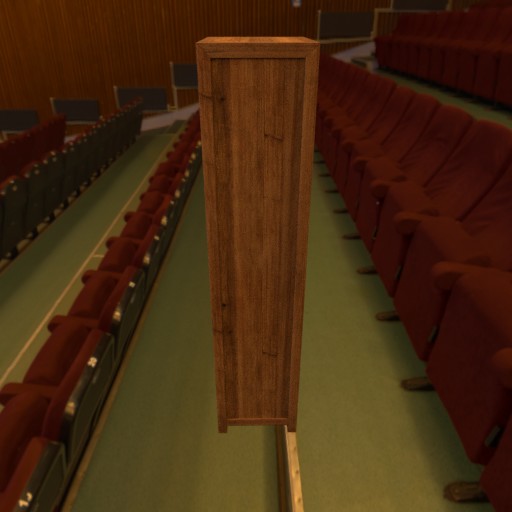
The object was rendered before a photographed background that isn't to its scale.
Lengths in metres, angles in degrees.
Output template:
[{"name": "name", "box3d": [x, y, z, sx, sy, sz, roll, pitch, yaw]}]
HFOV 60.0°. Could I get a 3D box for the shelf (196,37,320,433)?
[{"name": "shelf", "box3d": [0.000, 0.000, 2.163, 0.428, 1.900, 0.500, 0, 28, -1]}]
